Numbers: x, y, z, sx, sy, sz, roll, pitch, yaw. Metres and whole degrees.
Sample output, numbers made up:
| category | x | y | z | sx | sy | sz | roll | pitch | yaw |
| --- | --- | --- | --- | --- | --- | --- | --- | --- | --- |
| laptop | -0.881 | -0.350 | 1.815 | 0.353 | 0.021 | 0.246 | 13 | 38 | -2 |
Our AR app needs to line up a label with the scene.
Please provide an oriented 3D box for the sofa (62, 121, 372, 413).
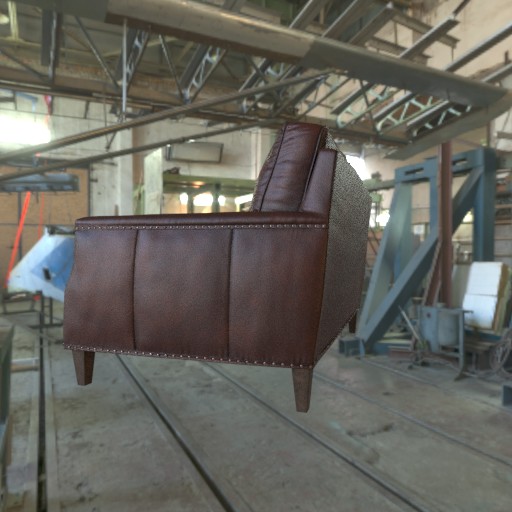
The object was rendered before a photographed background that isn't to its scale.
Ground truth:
| category | x | y | z | sx | sy | sz | roll | pitch | yaw |
| --- | --- | --- | --- | --- | --- | --- | --- | --- | --- |
| sofa | 0.000 | 0.000 | 2.288 | 1.083 | 1.003 | 1.628 | 0 | 1 | 19 |
